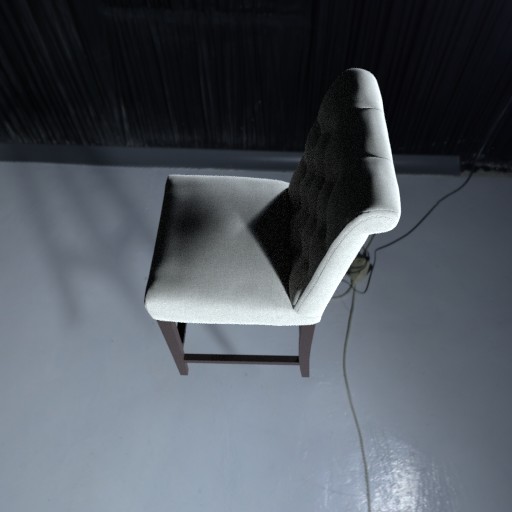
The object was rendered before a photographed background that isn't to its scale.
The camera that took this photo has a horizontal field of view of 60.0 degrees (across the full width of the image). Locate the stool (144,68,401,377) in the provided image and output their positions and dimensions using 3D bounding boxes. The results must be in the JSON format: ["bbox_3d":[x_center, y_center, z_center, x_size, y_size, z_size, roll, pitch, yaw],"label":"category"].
[{"bbox_3d":[0.000,0.000,1.403,0.601,1.040,0.493,2,57,1],"label":"stool"}]
